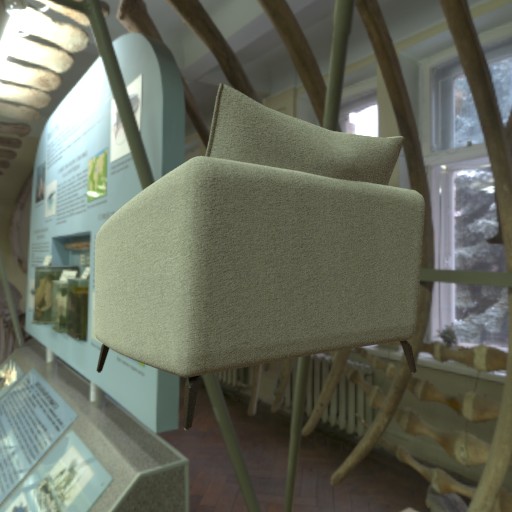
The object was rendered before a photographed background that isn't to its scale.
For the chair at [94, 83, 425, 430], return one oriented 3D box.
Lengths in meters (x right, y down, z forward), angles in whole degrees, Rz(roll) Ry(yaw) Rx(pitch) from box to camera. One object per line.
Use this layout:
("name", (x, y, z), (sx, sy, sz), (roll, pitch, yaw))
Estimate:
("chair", (0.000, 0.000, 1.619), (1.029, 0.856, 0.801), (1, -1, -36))
